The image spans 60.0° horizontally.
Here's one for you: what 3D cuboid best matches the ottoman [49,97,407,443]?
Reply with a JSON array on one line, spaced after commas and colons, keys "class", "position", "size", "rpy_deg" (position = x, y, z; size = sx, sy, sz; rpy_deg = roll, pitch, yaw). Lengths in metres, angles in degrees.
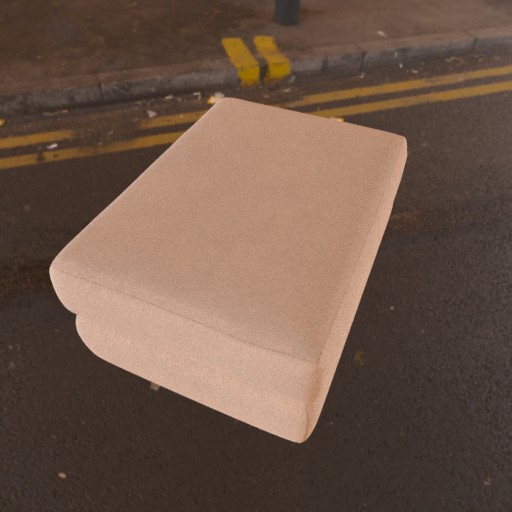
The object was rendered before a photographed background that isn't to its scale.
[{"class": "ottoman", "position": [0.000, 0.000, 1.138], "size": [0.569, 0.499, 0.773], "rpy_deg": [18, 49, 16]}]
